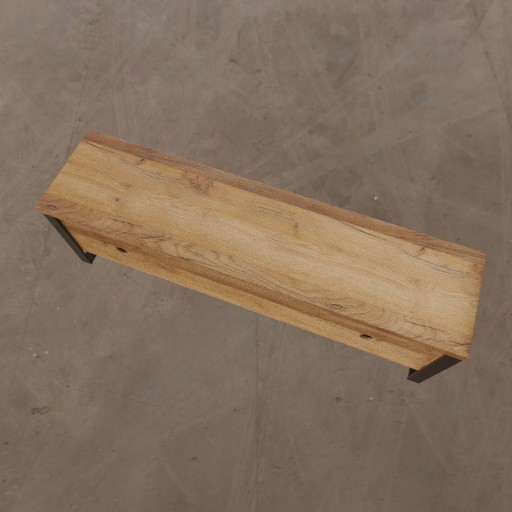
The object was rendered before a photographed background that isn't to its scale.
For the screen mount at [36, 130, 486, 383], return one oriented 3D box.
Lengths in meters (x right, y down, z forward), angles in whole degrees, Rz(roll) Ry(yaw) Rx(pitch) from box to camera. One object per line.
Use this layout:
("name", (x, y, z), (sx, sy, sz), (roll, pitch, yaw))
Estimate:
("screen mount", (0.000, 0.000, 1.739), (1.524, 0.450, 0.395), (19, 66, 9))
